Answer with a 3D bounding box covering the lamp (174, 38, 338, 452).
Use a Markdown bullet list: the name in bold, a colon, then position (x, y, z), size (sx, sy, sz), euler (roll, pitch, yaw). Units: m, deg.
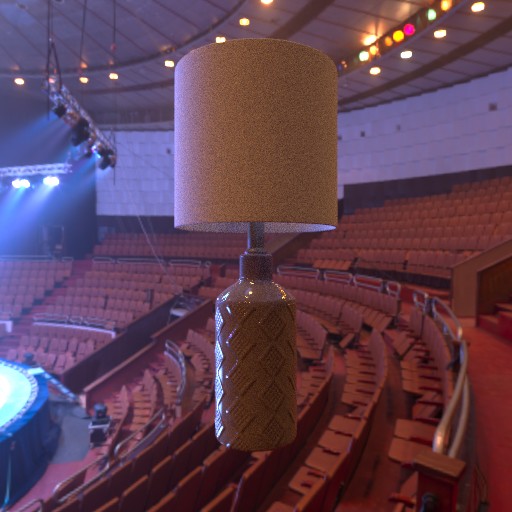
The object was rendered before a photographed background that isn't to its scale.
- **lamp**: position (0.000, 0.000, 0.571), size (0.207, 0.461, 0.207), euler (0, 0, 36)
